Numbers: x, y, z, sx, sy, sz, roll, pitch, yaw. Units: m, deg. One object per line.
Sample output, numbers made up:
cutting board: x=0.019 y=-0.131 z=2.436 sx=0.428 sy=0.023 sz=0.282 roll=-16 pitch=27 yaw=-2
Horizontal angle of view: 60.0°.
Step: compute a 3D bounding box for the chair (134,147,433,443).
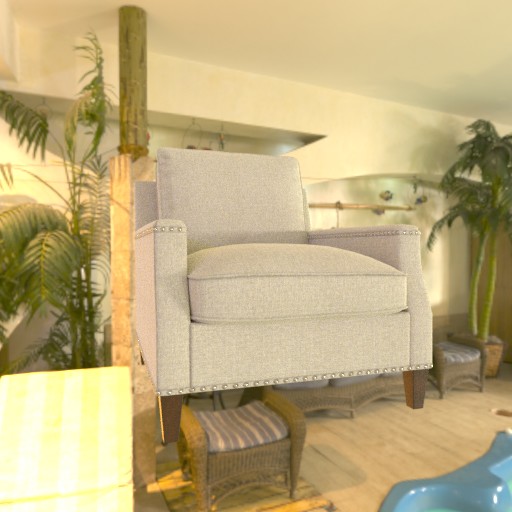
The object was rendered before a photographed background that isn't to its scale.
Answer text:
chair: x=0.000 y=0.000 z=1.687 sx=0.853 sy=0.943 sz=1.014 roll=0 pitch=1 yaw=-18
